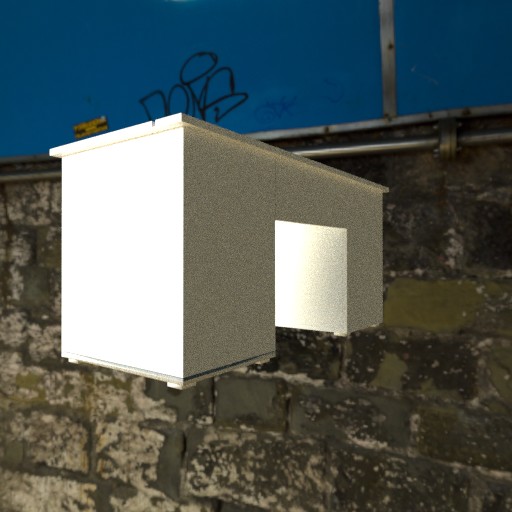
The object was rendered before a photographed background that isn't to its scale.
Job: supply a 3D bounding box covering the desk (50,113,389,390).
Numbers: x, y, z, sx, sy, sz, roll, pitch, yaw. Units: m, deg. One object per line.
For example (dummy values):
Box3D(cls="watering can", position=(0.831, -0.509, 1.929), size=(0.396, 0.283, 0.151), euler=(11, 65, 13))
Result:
Box3D(cls="desk", position=(0.000, 0.000, 2.021), size=(0.670, 0.760, 1.580), euler=(0, 0, 36))
